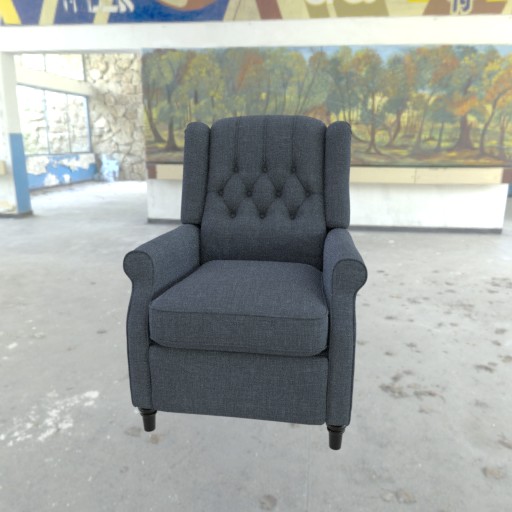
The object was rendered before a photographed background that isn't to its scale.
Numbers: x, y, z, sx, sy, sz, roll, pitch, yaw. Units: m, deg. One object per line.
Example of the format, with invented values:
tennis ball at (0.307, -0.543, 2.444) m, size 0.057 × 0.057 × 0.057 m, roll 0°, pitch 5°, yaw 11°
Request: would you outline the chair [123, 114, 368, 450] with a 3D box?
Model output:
chair at (0.000, 0.000, 1.640) m, size 0.742 × 1.035 × 0.898 m, roll 2°, pitch 15°, yaw 8°
